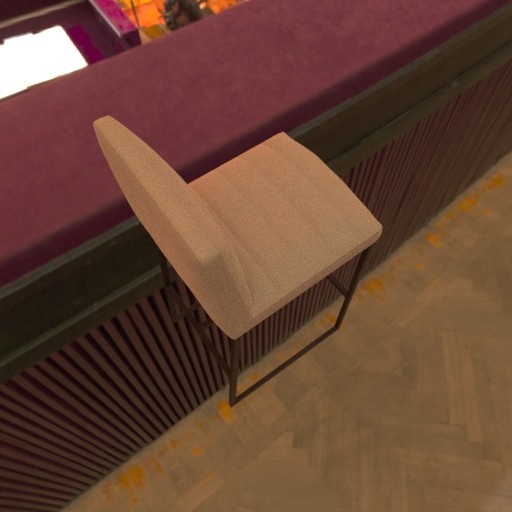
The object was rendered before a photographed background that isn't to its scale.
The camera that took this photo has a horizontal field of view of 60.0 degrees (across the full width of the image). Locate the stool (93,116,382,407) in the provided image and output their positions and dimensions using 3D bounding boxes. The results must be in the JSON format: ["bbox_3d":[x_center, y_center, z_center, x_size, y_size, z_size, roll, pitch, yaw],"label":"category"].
[{"bbox_3d":[0.000,0.000,1.379,0.573,1.061,0.464,-32,63,-18],"label":"stool"}]
